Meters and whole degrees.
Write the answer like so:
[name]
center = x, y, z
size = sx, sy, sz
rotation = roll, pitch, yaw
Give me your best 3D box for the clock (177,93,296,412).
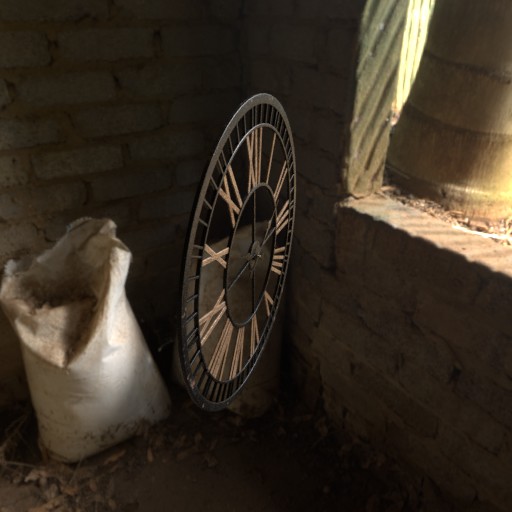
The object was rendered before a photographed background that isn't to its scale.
[clock]
center = 0.000, 0.000, 1.224
size = 0.025, 0.843, 0.843
rotation = 10, 31, 17
